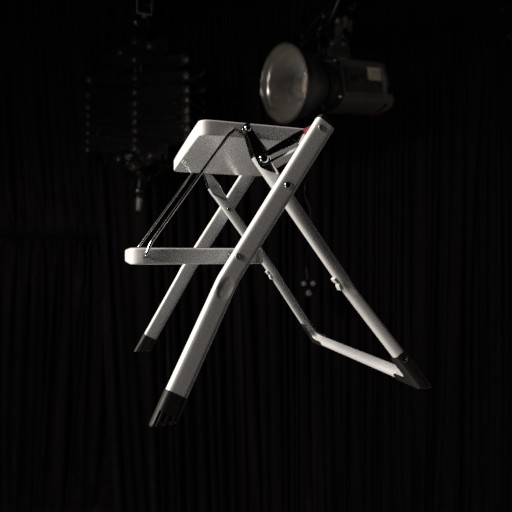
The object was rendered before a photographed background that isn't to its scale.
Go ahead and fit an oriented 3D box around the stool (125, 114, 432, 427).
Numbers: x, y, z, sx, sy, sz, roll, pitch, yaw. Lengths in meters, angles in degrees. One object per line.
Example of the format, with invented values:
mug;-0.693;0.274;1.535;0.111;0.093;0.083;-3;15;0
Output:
stool;0.000;0.000;0.873;0.490;0.445;0.485;0;0;-18
